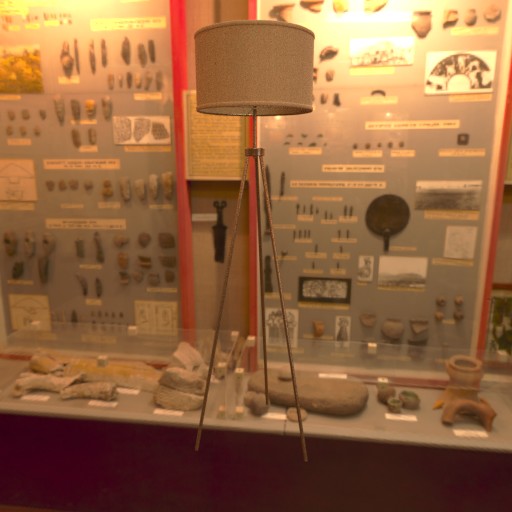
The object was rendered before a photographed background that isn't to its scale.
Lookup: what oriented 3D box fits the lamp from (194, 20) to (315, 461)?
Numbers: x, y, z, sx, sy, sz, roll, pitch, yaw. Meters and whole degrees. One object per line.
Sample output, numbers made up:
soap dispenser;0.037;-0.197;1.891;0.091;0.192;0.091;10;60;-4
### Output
lamp;0.000;0.000;1.710;0.449;1.545;0.460;2;13;9
